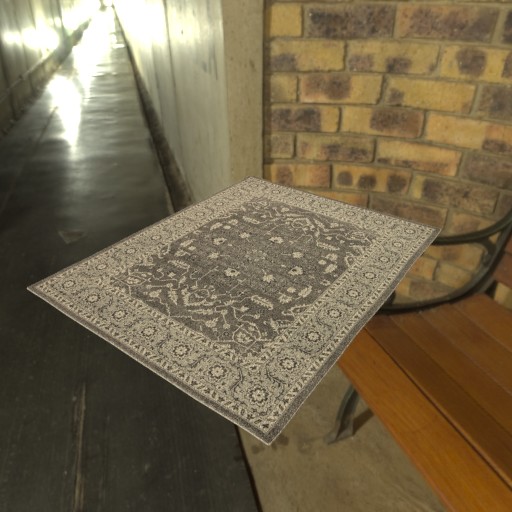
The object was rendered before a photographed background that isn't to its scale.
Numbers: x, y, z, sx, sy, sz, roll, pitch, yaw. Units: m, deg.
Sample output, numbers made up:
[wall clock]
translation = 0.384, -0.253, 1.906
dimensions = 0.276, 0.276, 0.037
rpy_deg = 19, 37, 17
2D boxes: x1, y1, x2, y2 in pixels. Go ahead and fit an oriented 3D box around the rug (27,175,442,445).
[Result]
[rug]
translation = 0.000, 0.000, 4.074
dimensions = 2.451, 0.026, 3.069
rpy_deg = 21, 38, 30
